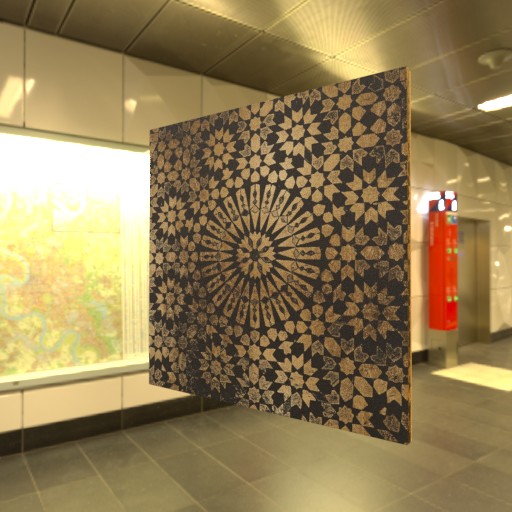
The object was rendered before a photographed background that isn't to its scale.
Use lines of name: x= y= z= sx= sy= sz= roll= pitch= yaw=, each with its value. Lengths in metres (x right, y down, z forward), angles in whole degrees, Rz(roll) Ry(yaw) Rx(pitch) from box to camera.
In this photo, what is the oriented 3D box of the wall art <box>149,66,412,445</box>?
wall art: x=0.000 y=0.000 z=1.342 sx=0.914 sy=0.914 sz=0.038 roll=0 pitch=-1 yaw=35
